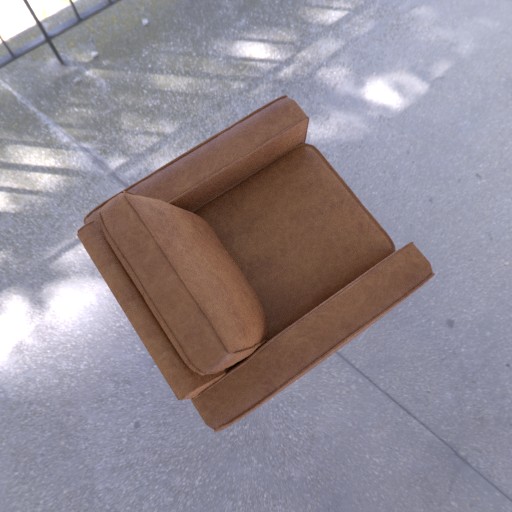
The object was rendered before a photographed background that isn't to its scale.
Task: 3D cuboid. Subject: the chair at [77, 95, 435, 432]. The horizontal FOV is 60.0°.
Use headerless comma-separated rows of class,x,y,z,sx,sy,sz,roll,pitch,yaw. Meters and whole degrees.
chair,0.000,0.000,1.780,1.027,0.901,0.987,-37,77,-10
